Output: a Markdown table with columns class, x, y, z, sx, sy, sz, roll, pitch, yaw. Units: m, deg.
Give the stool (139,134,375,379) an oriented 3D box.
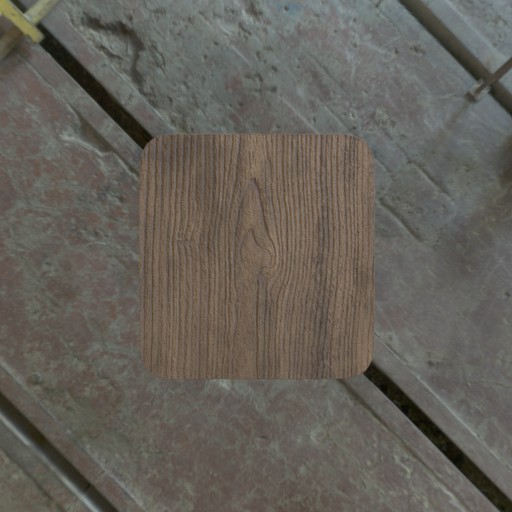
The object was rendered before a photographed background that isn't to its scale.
| class | x | y | z | sx | sy | sz | roll | pitch | yaw |
| --- | --- | --- | --- | --- | --- | --- | --- | --- | --- |
| stool | 0.000 | 0.000 | 0.891 | 0.407 | 0.607 | 0.407 | 0 | 90 | 0 |
